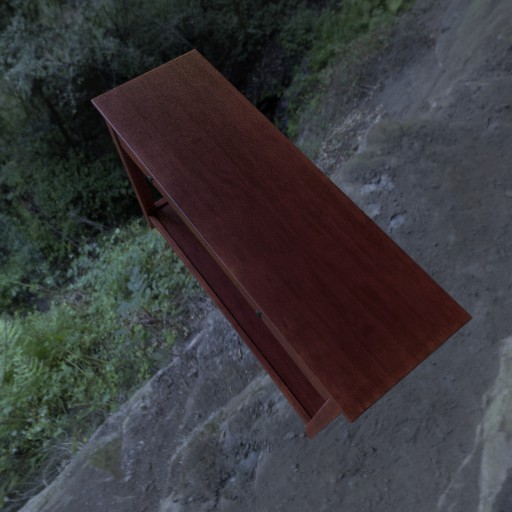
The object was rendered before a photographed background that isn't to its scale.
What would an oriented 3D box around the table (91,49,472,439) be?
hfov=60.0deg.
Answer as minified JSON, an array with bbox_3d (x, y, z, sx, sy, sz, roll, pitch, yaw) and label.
[{"bbox_3d":[0.000,0.000,1.541,0.392,0.739,1.188,-34,68,-16],"label":"table"}]
